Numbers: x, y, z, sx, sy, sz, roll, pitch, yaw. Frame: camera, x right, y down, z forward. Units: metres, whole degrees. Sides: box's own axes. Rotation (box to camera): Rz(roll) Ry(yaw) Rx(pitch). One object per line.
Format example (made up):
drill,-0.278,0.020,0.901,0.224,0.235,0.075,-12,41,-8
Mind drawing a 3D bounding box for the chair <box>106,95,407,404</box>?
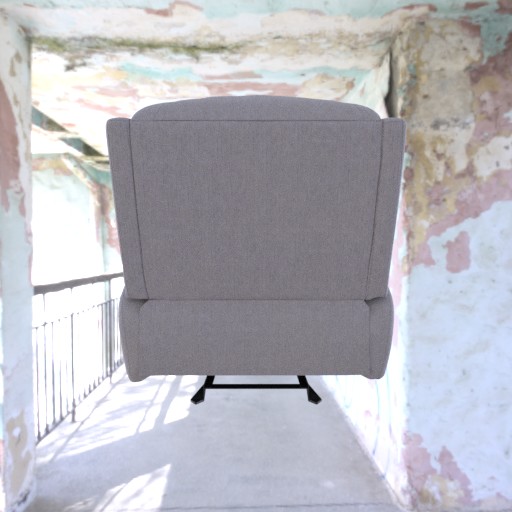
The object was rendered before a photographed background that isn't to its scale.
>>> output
chair,0.000,0.000,1.710,0.930,1.011,0.899,0,1,0
